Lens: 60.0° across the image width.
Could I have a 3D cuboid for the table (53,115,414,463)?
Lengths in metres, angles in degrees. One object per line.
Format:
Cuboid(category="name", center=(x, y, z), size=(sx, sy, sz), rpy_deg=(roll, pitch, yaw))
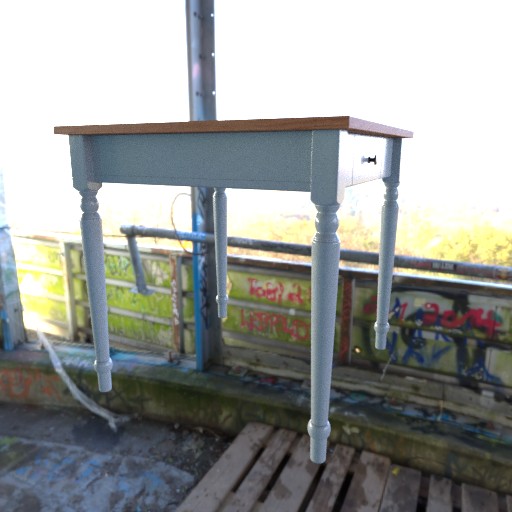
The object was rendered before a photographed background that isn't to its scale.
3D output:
Cuboid(category="table", center=(0.000, 0.000, 1.337), size=(0.747, 0.738, 0.747), rpy_deg=(7, 15, 26))
